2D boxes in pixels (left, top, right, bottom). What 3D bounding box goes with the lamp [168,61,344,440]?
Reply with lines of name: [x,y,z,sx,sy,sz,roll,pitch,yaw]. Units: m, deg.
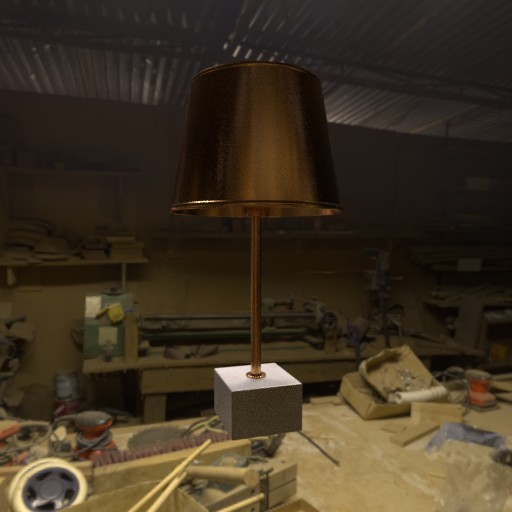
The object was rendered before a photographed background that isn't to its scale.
lamp: [0.000,0.000,0.539,0.208,0.406,0.208,0,2,0]
